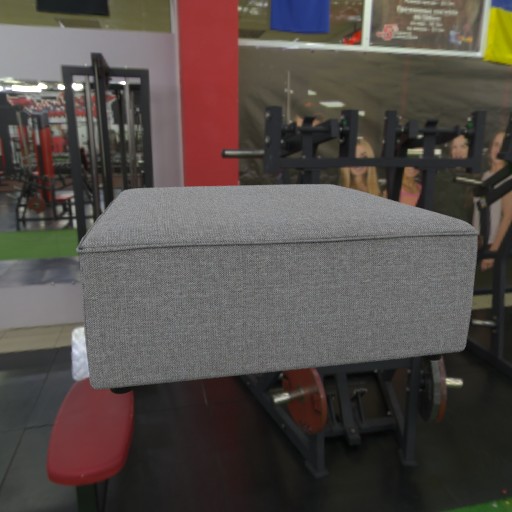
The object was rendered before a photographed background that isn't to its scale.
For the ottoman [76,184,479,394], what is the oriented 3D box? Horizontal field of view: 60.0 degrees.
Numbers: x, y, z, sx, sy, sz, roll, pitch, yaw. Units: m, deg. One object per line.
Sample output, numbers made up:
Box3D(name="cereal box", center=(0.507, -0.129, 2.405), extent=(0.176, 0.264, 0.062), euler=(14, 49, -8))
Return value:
Box3D(name="ottoman", center=(0.000, 0.000, 1.567), extent=(1.023, 0.423, 1.017), euler=(-3, 15, -10))
